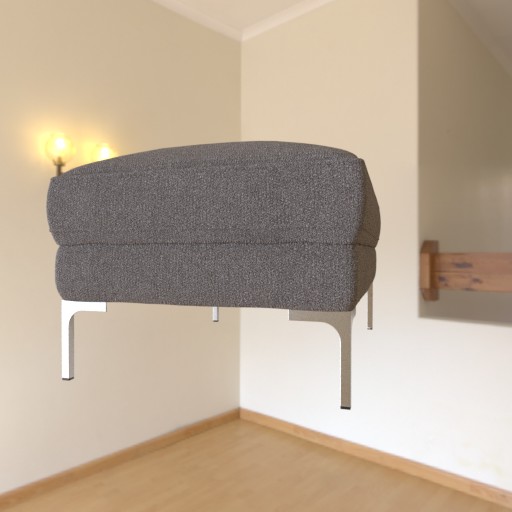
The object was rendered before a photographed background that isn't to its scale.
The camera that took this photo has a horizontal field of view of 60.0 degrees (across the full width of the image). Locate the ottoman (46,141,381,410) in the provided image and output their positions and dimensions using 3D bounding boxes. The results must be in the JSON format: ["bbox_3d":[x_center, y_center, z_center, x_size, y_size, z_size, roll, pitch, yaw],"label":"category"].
[{"bbox_3d":[0.000,0.000,1.114,0.583,0.464,0.785,0,1,17],"label":"ottoman"}]
